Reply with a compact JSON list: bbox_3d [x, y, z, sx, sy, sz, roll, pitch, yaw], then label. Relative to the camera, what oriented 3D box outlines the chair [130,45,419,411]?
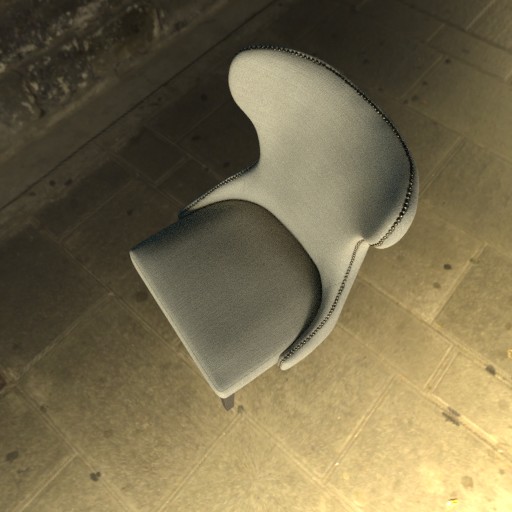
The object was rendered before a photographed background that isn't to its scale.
[{"bbox_3d":[0.000,0.000,1.346,0.635,0.967,0.628,-32,67,-15],"label":"chair"}]
